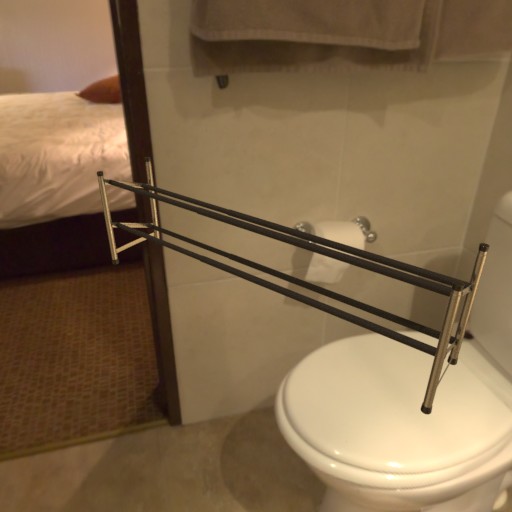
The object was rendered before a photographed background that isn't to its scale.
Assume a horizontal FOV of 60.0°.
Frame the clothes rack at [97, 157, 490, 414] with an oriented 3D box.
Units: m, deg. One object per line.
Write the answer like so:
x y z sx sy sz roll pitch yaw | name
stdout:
0.000 0.000 1.319 1.168 0.349 0.229 20 34 32 | clothes rack
